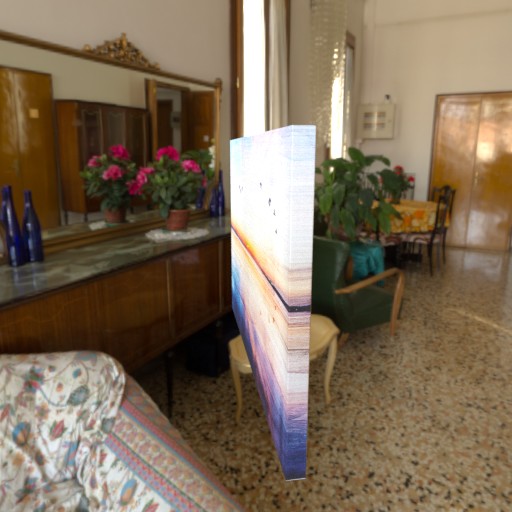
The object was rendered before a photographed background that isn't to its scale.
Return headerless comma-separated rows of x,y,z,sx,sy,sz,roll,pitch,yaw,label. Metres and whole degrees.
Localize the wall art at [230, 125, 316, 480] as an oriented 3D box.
0.000,0.000,1.155,0.037,0.605,0.911,-2,13,-9,wall art
